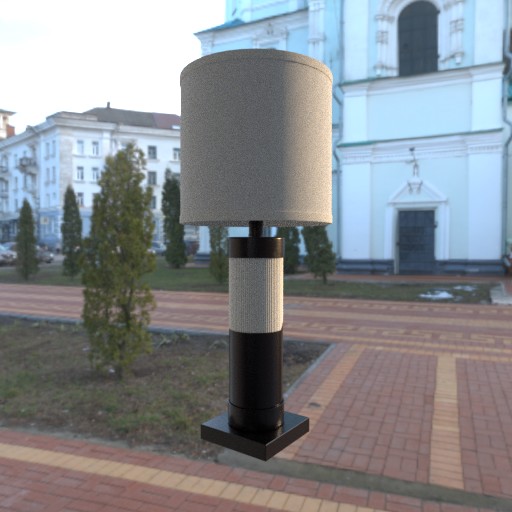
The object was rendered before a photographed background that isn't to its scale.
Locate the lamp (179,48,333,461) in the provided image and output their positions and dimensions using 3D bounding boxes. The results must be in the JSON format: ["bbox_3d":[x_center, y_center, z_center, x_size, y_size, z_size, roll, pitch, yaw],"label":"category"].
[{"bbox_3d":[0.000,0.000,0.623,0.211,0.509,0.211,1,2,36],"label":"lamp"}]
